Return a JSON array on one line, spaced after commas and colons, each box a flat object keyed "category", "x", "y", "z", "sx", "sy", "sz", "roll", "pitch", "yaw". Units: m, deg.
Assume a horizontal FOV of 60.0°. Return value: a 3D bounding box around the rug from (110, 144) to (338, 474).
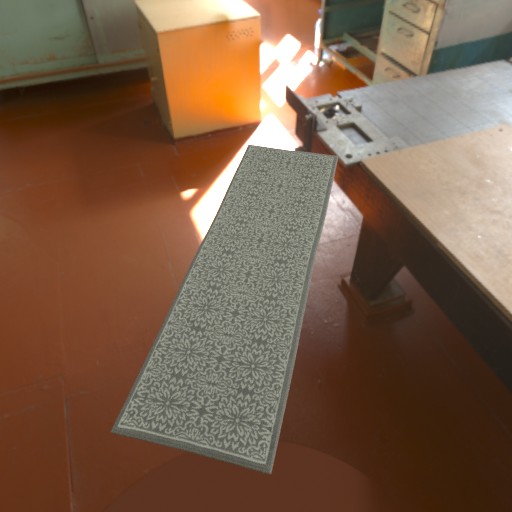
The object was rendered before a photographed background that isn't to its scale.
[{"category": "rug", "x": 0.000, "y": 0.000, "z": 2.464, "sx": 0.662, "sy": 0.011, "sz": 2.196, "roll": 10, "pitch": 47, "yaw": 10}]
